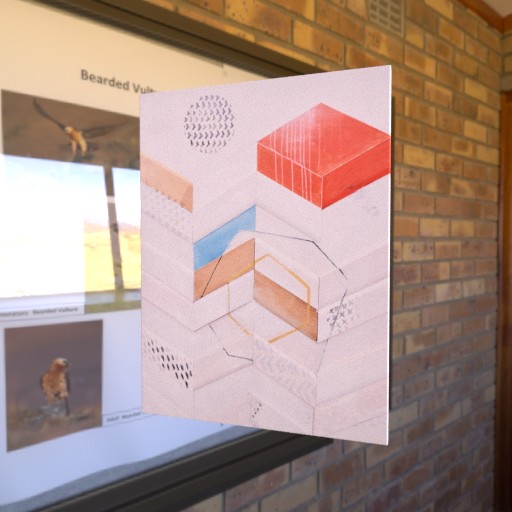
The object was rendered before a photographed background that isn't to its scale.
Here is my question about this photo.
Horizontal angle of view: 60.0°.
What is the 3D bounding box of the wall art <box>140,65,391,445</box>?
[{"bbox_3d":[0.000,0.000,1.315,0.759,1.014,0.045,1,2,18],"label":"wall art"}]
